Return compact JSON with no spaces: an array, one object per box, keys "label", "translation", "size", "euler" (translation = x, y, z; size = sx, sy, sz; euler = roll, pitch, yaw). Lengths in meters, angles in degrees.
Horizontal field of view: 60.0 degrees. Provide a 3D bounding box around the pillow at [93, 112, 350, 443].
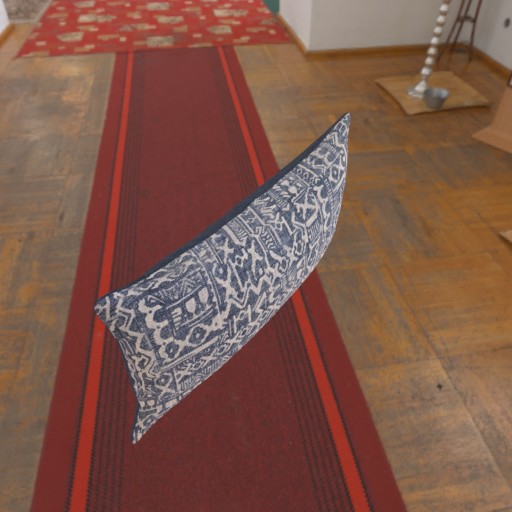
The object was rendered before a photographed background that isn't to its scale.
[{"label":"pillow","translation":[0.000,0.000,0.754],"size":[0.148,0.292,0.631],"euler":[25,47,26]}]
